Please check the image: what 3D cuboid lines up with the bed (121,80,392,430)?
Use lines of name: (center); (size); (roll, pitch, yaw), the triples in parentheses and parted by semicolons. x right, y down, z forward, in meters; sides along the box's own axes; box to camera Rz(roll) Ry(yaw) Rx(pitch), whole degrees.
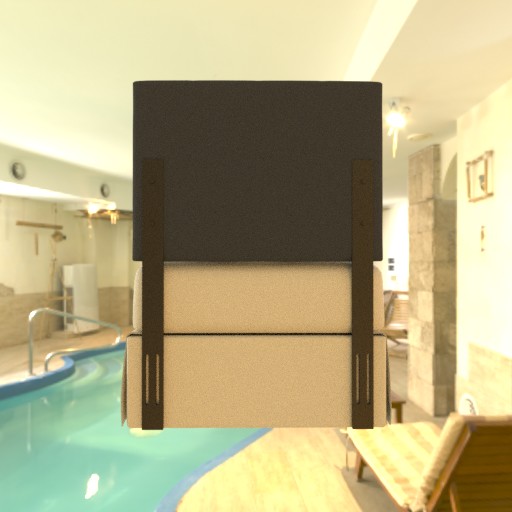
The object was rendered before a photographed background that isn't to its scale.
bed: (0.000, 0.000, 2.967); (1.261, 1.571, 1.997); (0, 0, -1)
